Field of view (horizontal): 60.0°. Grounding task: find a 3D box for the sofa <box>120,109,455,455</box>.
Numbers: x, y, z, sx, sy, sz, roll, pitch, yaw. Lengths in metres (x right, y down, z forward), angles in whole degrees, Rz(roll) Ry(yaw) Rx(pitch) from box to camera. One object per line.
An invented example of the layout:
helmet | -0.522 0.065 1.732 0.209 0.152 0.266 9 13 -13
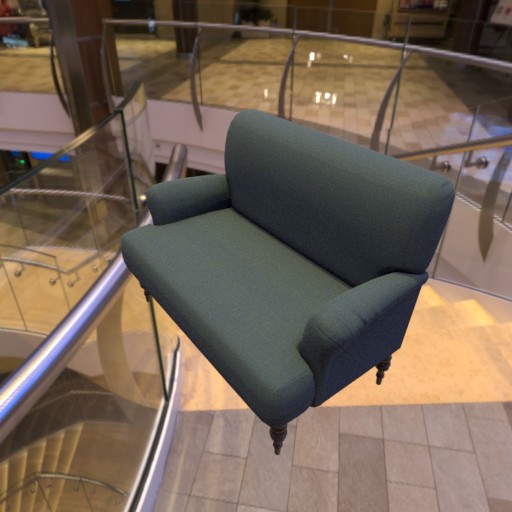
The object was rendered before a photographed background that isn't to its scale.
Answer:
sofa | 0.000 0.000 1.861 0.779 0.889 1.297 -21 38 -30
